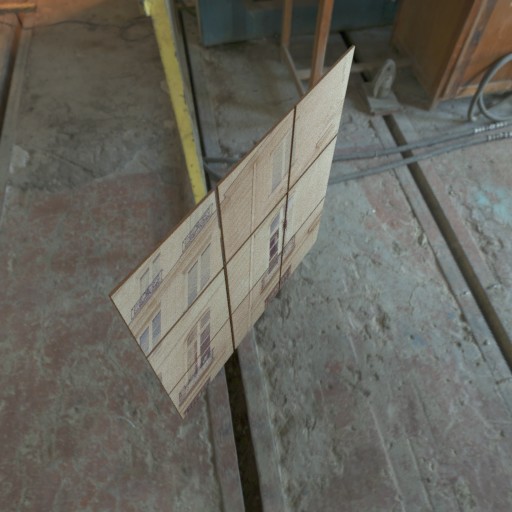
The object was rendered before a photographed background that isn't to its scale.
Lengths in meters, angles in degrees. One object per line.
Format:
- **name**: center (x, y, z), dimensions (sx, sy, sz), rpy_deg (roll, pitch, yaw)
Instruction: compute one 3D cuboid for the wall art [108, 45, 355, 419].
- **wall art**: center (0.000, 0.000, 2.275), dimensions (0.023, 1.522, 1.526), rpy_deg (30, 62, 18)
